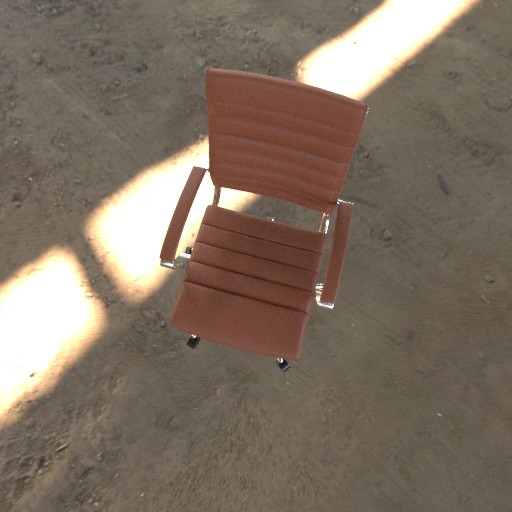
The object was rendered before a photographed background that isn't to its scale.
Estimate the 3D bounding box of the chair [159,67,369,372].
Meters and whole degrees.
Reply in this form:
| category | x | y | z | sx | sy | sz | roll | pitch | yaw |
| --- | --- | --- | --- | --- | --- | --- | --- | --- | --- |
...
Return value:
| category | x | y | z | sx | sy | sz | roll | pitch | yaw |
| --- | --- | --- | --- | --- | --- | --- | --- | --- | --- |
| chair | 0.000 | 0.000 | 1.628 | 0.766 | 1.149 | 0.739 | 14 | 75 | 4 |
